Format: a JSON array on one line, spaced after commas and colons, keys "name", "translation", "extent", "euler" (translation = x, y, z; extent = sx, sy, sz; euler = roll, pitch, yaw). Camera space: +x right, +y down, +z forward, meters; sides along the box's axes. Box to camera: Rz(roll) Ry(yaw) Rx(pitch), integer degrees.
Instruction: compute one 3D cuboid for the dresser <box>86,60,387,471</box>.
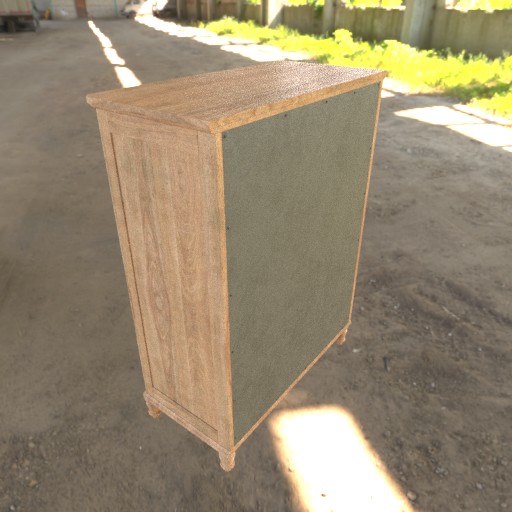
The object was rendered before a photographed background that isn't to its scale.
[{"name": "dresser", "translation": [0.000, 0.000, 1.773], "extent": [0.484, 1.318, 0.973], "euler": [21, 37, 32]}]
